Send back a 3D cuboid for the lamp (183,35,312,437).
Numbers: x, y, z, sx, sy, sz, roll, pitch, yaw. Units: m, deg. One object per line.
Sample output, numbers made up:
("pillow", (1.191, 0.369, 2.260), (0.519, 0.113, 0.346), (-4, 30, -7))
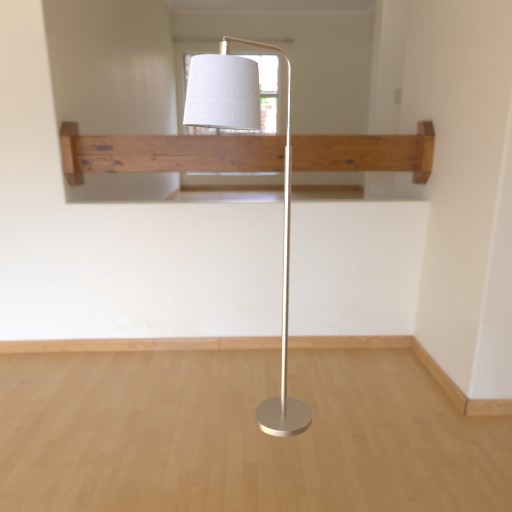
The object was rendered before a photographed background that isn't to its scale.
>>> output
("lamp", (0.000, 0.000, 1.651), (0.508, 1.478, 0.254), (-7, 17, -25))
